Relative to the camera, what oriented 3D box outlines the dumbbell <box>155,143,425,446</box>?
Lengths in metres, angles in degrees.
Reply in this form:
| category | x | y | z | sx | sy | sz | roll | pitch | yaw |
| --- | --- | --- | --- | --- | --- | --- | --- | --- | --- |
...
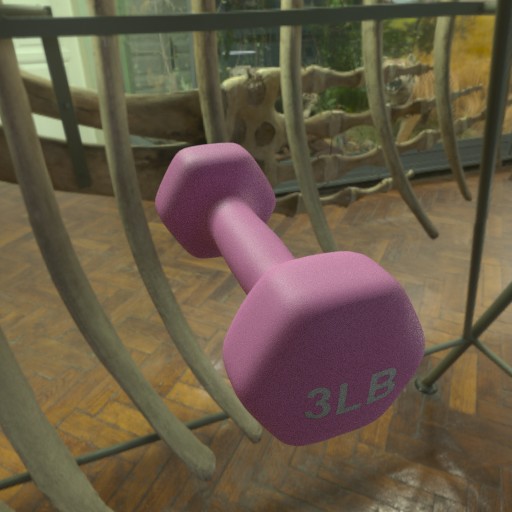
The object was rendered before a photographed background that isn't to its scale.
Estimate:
| category | x | y | z | sx | sy | sz | roll | pitch | yaw |
| --- | --- | --- | --- | --- | --- | --- | --- | --- | --- |
| dumbbell | 0.000 | 0.000 | 0.187 | 0.064 | 0.058 | 0.159 | -11 | 32 | -17 |
